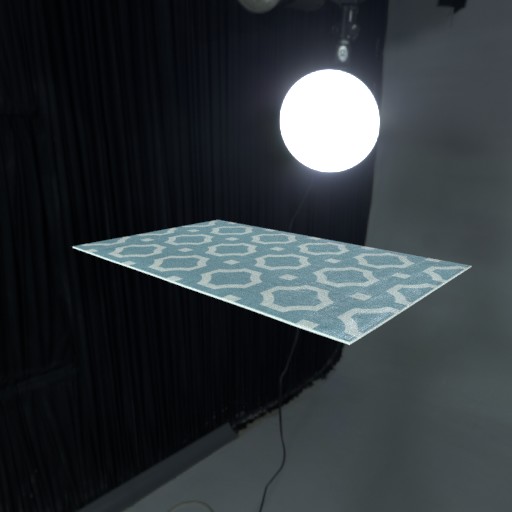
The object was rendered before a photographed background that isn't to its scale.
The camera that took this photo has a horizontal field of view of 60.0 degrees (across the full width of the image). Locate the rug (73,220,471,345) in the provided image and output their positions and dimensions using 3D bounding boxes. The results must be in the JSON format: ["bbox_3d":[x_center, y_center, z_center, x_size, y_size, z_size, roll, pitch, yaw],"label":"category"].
[{"bbox_3d":[0.000,0.000,3.158,2.443,0.015,1.528,13,20,41],"label":"rug"}]
